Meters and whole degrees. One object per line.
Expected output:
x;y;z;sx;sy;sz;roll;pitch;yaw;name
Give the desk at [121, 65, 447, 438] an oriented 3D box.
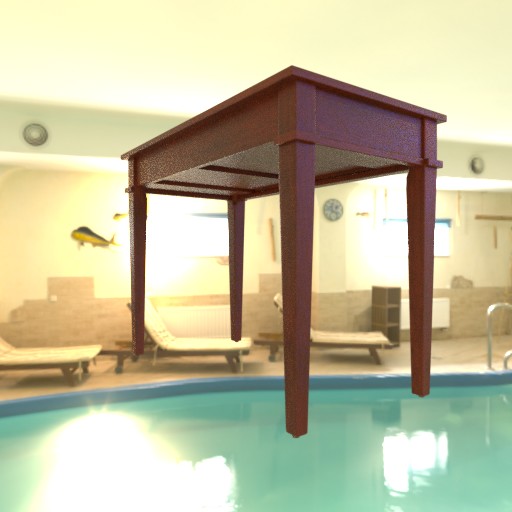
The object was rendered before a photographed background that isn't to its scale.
0.000;0.000;1.442;0.549;0.762;1.001;0;0;-36;desk
